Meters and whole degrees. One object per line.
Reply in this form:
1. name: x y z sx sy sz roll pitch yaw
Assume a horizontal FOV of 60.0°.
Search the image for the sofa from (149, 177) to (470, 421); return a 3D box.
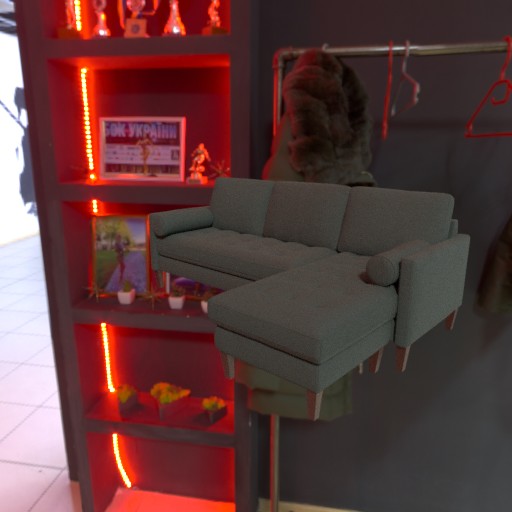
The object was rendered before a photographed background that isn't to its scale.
1. sofa: 0.000 0.000 2.893 2.178 0.876 1.506 13 19 40
